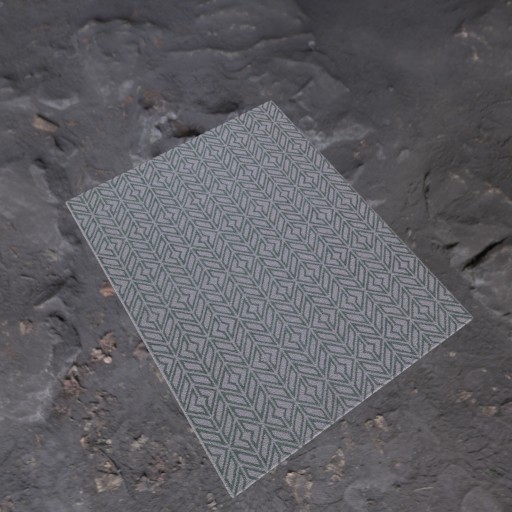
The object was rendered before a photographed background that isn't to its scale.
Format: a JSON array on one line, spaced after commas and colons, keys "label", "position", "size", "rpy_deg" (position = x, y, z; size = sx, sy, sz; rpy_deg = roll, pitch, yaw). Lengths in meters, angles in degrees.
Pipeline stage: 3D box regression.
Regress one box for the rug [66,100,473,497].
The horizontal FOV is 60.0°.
[{"label": "rug", "position": [0.000, 0.000, 4.049], "size": [2.441, 0.017, 3.050], "rpy_deg": [-31, 67, -14]}]
